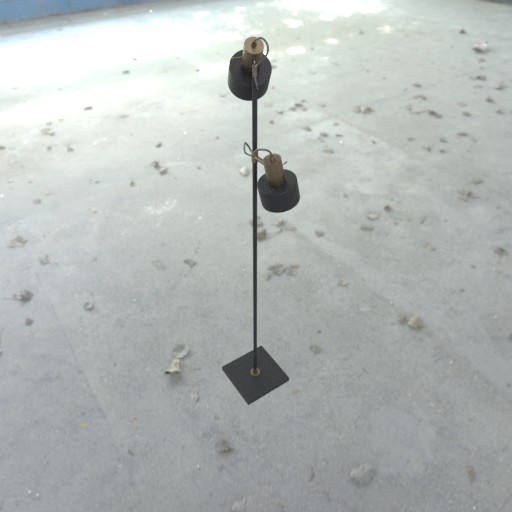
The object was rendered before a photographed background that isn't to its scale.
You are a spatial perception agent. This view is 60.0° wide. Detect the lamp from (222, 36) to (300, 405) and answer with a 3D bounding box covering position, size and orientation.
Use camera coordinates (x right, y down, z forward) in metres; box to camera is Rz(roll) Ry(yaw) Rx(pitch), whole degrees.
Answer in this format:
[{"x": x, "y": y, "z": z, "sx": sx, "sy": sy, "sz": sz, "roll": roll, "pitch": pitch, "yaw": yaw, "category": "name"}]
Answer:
[{"x": 0.000, "y": 0.000, "z": 1.643, "sx": 0.233, "sy": 1.505, "sz": 0.315, "roll": -23, "pitch": 45, "yaw": -25, "category": "lamp"}]
